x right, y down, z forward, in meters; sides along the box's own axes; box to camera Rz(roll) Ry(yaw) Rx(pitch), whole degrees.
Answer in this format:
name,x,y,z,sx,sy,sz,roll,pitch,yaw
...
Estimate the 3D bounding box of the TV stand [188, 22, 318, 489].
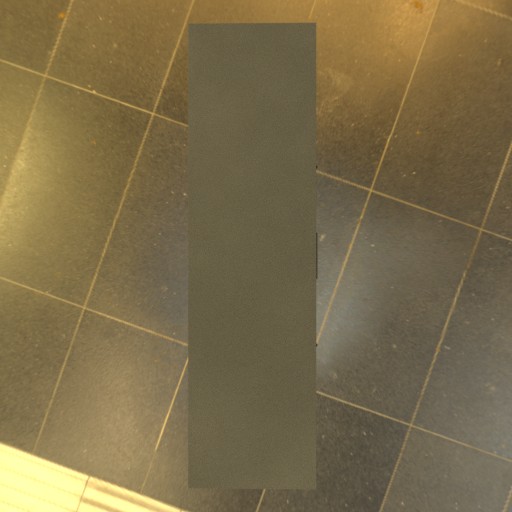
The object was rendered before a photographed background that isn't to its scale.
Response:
name,x,y,z,sx,sy,sz,roll,pitch,yaw
TV stand,0.000,0.000,1.612,0.400,0.560,1.400,0,90,1
